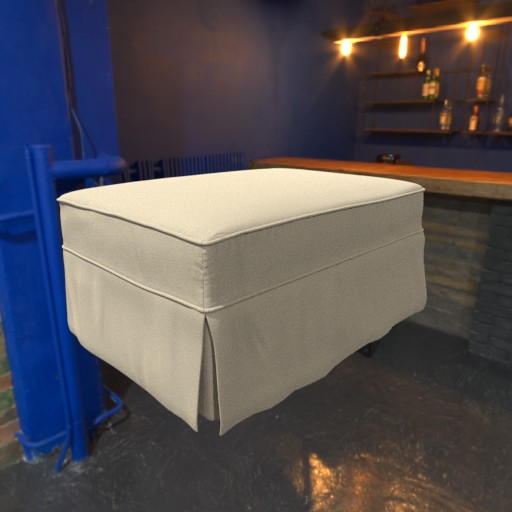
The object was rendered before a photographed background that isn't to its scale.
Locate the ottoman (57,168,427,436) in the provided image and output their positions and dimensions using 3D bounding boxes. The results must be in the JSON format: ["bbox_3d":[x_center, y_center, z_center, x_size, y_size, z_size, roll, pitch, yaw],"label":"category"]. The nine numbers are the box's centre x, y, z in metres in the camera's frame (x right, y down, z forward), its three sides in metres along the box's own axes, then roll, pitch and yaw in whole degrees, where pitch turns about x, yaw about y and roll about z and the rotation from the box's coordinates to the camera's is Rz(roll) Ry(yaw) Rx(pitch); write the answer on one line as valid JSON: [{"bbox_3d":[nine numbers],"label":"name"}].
[{"bbox_3d":[0.000,0.000,1.349,0.721,0.482,0.959,16,23,42],"label":"ottoman"}]
